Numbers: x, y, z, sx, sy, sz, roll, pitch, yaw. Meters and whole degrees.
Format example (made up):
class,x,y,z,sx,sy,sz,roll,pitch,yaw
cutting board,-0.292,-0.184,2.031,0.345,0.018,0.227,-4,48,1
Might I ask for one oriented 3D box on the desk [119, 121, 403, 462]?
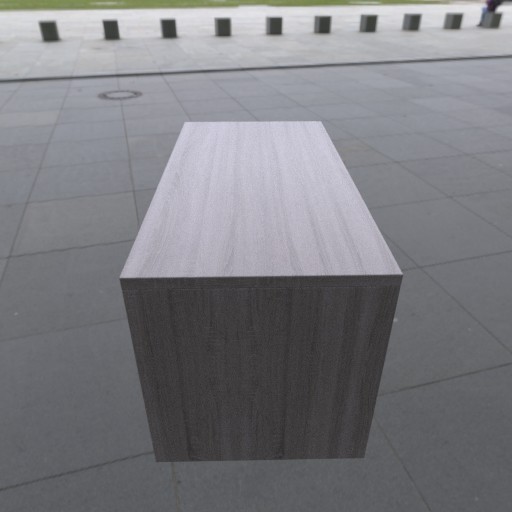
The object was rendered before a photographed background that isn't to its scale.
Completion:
class,x,y,z,sx,sy,sz,roll,pitch,yaw
desk,0.000,0.000,1.858,0.690,0.745,1.380,-1,32,-1
